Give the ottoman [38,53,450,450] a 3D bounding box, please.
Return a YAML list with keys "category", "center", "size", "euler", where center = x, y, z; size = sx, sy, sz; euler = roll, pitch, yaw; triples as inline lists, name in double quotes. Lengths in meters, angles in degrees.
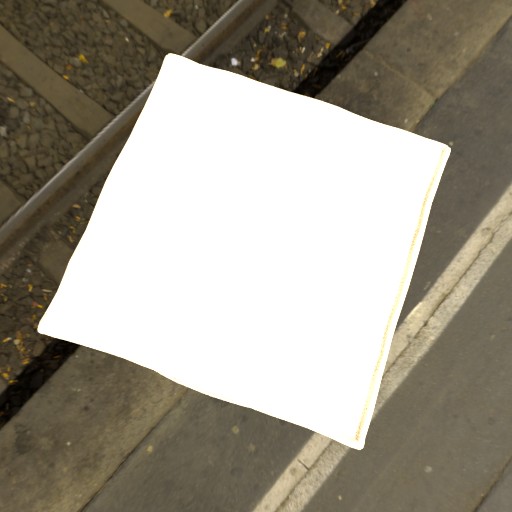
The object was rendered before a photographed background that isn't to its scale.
- category: "ottoman"
  center: [0.000, 0.000, 1.122]
  size: [0.707, 0.470, 0.696]
  euler: [19, 77, 5]
